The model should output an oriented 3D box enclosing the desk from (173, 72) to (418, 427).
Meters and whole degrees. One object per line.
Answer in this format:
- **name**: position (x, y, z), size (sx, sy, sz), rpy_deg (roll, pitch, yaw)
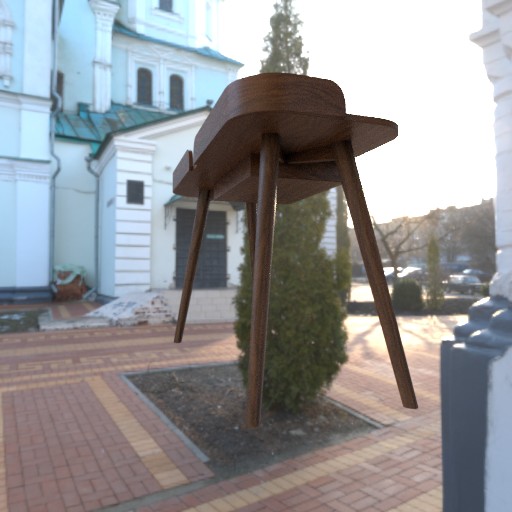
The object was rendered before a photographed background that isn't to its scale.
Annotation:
- **desk**: position (0.000, 0.000, 1.642), size (0.486, 0.800, 1.256), rpy_deg (1, -2, -18)
